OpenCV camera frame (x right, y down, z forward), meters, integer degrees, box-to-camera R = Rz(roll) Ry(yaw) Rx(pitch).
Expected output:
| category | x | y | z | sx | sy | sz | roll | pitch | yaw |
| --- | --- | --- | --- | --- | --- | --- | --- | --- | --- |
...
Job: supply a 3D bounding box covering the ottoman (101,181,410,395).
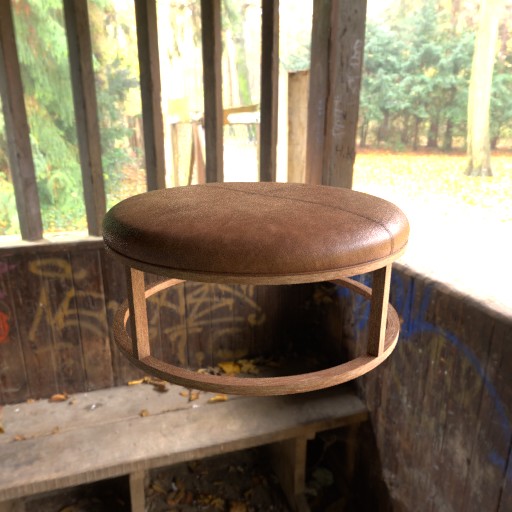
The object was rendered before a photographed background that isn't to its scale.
| category | x | y | z | sx | sy | sz | roll | pitch | yaw |
| --- | --- | --- | --- | --- | --- | --- | --- | --- | --- |
| ottoman | 0.000 | 0.000 | 1.554 | 1.006 | 0.445 | 1.006 | 0 | 17 | 0 |
